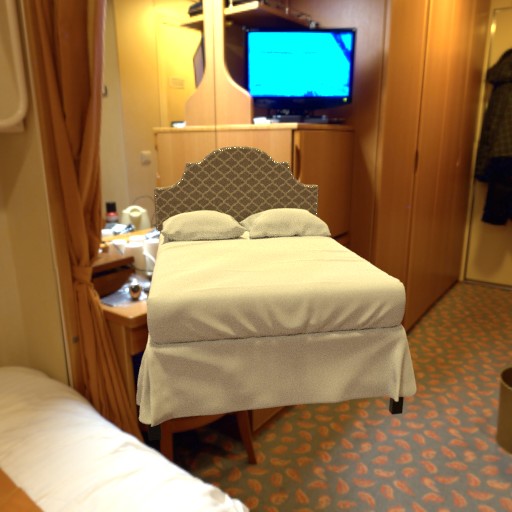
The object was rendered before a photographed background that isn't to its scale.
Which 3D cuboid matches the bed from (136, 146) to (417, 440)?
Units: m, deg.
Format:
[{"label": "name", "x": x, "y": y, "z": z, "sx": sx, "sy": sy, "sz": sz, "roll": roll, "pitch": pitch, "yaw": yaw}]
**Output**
[{"label": "bed", "x": 0.000, "y": 0.000, "z": 3.440, "sx": 1.780, "sy": 1.633, "sz": 2.222, "roll": -2, "pitch": 15, "yaw": -9}]
